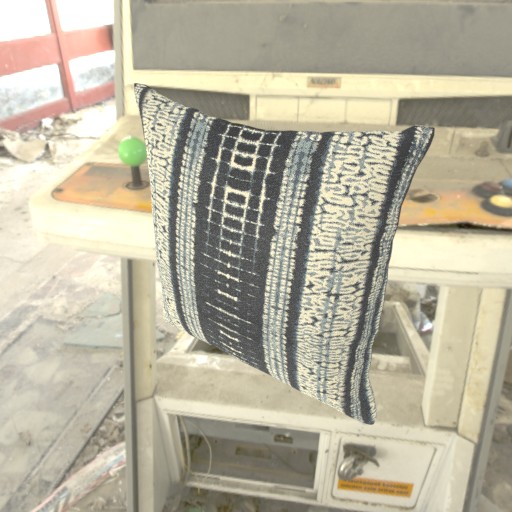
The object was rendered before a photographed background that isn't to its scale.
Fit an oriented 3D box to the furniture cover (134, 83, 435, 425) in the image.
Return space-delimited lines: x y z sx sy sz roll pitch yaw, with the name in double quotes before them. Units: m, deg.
"furniture cover" 0.000 0.000 0.642 0.425 0.435 0.133 20 37 29
